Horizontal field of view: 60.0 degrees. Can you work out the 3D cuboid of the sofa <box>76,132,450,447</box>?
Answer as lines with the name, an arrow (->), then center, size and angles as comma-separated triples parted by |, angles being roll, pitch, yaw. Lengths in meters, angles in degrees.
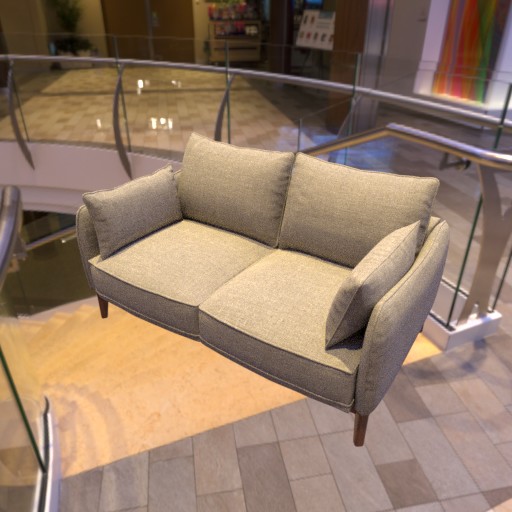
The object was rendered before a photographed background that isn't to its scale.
sofa -> 0.000, 0.000, 2.136 | 1.580, 0.851, 0.972 | 18, 34, 29
